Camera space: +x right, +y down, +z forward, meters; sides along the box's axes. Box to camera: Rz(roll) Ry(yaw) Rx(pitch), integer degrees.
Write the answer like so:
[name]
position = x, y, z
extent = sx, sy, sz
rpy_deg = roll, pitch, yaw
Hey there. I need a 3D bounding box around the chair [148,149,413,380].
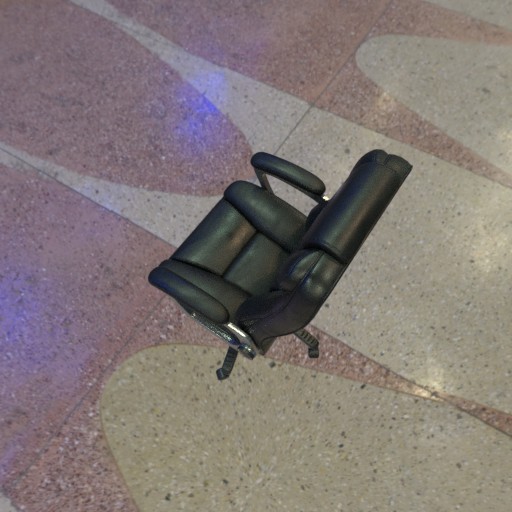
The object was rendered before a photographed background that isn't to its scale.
[chair]
position = 0.000, 0.000, 1.539
extent = 0.689, 1.075, 0.697
rpy_deg = 31, 67, 15
